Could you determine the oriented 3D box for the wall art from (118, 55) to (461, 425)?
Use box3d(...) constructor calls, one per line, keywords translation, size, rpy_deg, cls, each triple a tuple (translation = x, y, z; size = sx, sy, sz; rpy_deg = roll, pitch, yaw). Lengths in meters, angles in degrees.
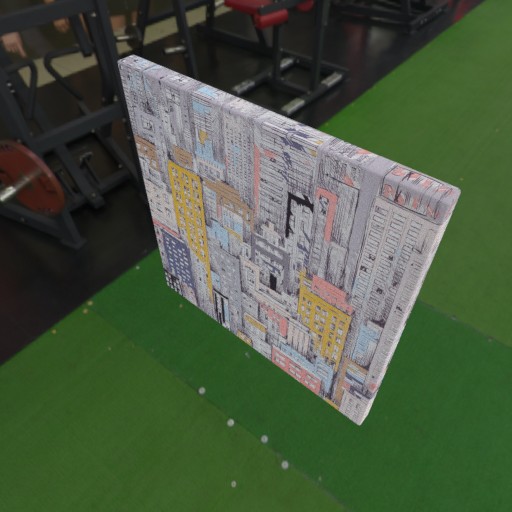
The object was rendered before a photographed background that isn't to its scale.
box3d(translation=(0.000, 0.000, 1.087), size=(0.761, 0.762, 0.048), rpy_deg=(31, 54, 27), cls="wall art")
